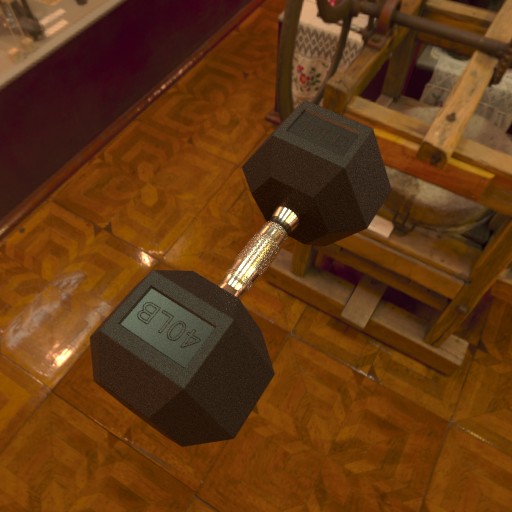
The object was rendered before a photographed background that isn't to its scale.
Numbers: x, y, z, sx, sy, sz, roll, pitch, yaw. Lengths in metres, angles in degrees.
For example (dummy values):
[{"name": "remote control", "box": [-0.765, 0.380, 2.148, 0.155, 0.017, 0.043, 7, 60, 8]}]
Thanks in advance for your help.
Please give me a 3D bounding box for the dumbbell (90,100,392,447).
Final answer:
[{"name": "dumbbell", "box": [0.000, 0.000, 0.443, 0.157, 0.137, 0.361, 29, 63, 17]}]
